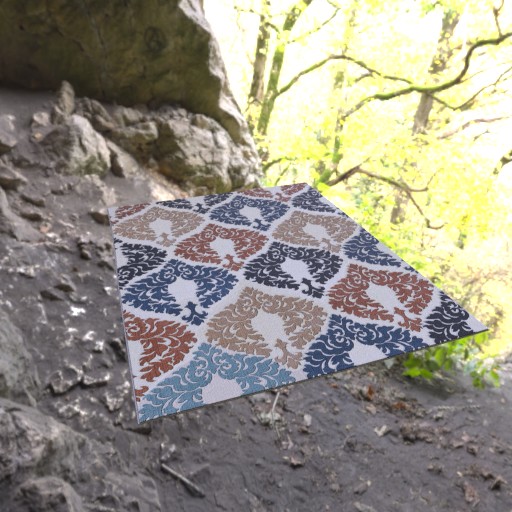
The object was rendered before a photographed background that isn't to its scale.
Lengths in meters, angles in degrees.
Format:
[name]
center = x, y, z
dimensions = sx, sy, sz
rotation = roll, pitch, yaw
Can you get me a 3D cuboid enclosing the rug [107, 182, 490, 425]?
[rug]
center = 0.000, 0.000, 3.983
dimensions = 2.423, 0.014, 3.040
rotation = -10, 32, -17
